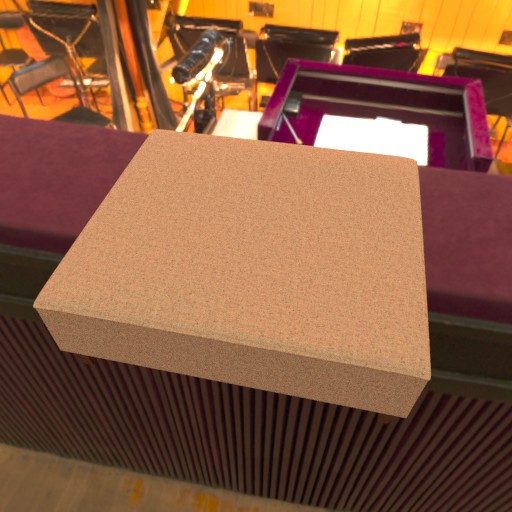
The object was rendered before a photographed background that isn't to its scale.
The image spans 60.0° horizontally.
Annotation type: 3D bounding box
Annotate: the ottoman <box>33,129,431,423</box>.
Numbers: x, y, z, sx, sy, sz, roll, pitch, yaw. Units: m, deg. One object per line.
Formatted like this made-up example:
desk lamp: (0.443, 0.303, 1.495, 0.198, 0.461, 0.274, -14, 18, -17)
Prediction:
ottoman: (0.000, 0.000, 1.240, 0.835, 0.303, 0.736, 9, 47, 8)
